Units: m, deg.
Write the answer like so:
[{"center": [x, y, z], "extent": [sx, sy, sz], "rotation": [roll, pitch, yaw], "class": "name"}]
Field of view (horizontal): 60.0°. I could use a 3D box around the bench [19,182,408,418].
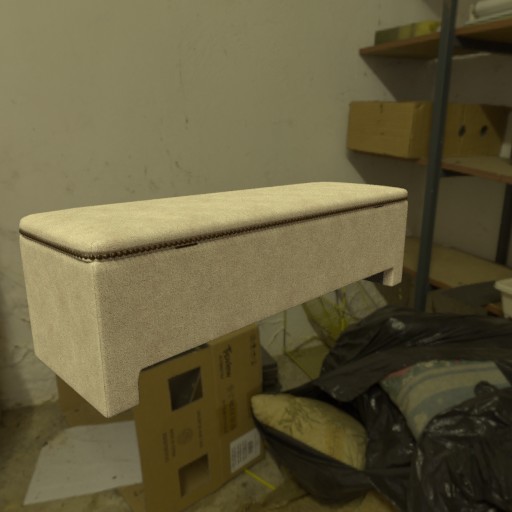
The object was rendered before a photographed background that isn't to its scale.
[{"center": [0.000, 0.000, 1.649], "extent": [0.470, 0.447, 1.482], "rotation": [14, 20, 43], "class": "bench"}]
